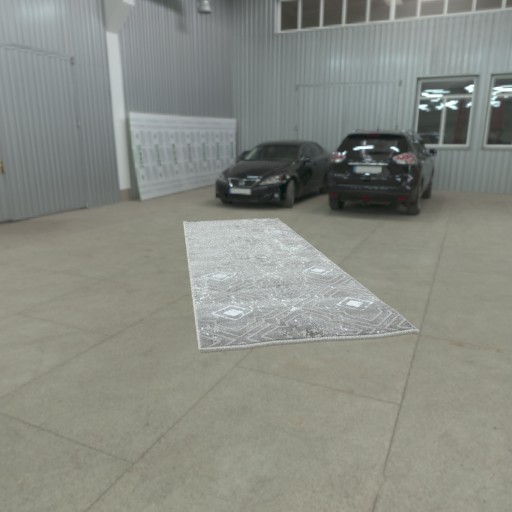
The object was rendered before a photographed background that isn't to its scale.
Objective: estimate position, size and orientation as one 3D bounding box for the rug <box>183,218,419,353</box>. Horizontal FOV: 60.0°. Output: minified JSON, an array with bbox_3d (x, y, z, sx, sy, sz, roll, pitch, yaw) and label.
[{"bbox_3d":[0.000,0.000,2.729,0.832,0.035,2.381,-3,16,-10],"label":"rug"}]
